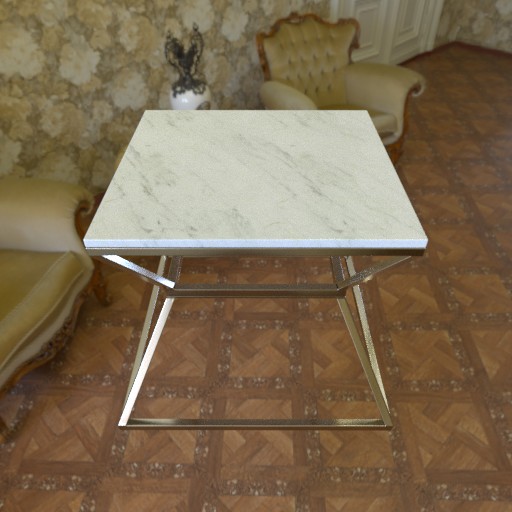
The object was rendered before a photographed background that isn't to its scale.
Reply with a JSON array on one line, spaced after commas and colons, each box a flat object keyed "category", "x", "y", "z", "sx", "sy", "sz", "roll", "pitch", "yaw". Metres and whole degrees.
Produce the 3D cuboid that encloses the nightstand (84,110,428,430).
[{"category": "nightstand", "x": 0.000, "y": 0.000, "z": 0.893, "sx": 0.513, "sy": 0.426, "sz": 0.514, "roll": 0, "pitch": 40, "yaw": 0}]
